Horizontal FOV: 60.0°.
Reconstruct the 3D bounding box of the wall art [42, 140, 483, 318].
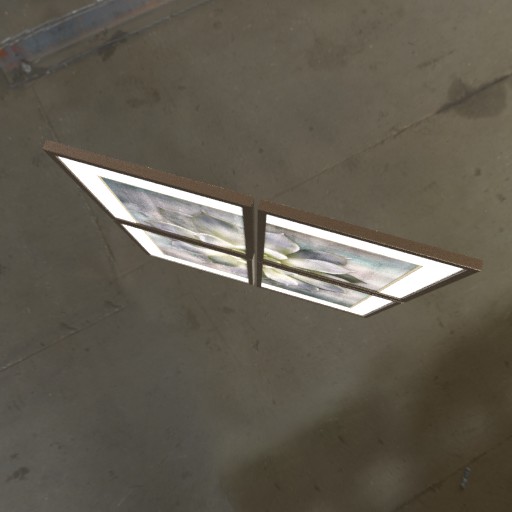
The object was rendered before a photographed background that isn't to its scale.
[{"bbox_3d":[0.000,0.000,1.504,1.032,1.032,0.030,16,77,4],"label":"wall art"}]
